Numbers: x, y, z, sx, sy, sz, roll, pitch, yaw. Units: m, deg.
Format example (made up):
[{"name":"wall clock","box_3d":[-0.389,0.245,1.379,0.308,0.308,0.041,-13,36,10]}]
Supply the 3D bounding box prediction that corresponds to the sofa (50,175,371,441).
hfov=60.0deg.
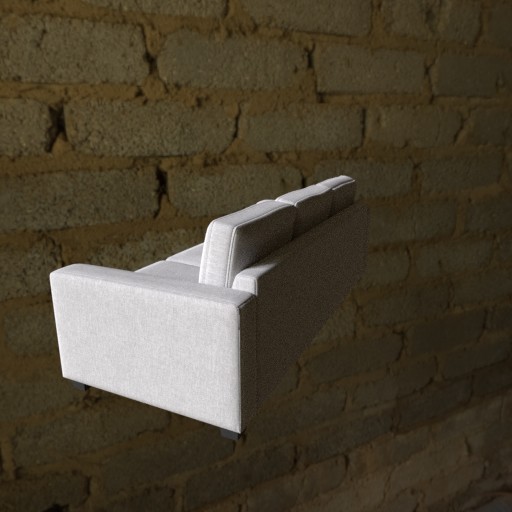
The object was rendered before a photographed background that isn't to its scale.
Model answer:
[{"name":"sofa","box_3d":[0.000,0.000,2.583,0.900,0.800,2.120,7,18,24]}]
